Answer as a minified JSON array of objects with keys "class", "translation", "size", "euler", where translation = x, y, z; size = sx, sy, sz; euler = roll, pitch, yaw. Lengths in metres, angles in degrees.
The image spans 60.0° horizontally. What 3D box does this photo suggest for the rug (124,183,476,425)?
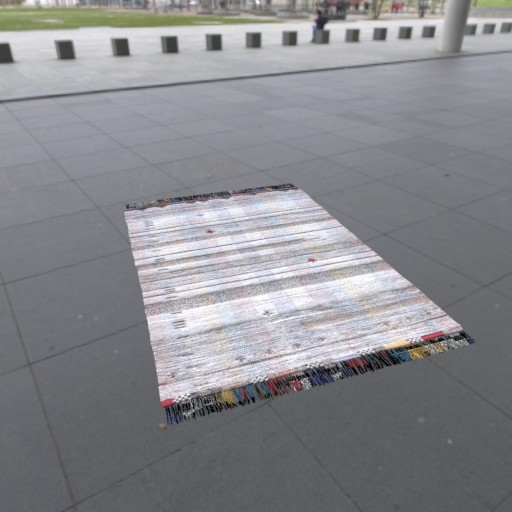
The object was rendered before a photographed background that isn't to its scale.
[{"class":"rug","translation":[0.000,0.000,2.298],"size":[1.217,0.012,1.848],"euler":[-10,31,-16]}]
